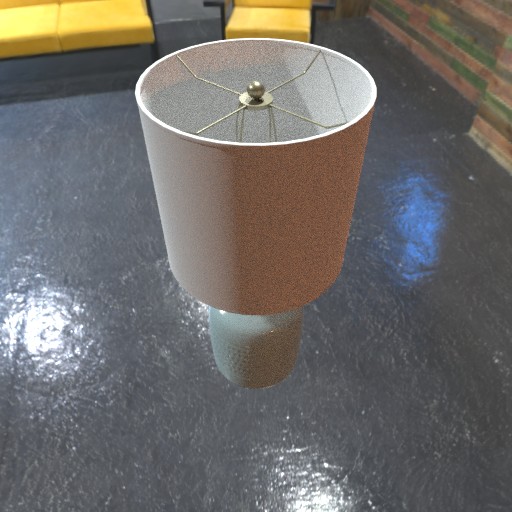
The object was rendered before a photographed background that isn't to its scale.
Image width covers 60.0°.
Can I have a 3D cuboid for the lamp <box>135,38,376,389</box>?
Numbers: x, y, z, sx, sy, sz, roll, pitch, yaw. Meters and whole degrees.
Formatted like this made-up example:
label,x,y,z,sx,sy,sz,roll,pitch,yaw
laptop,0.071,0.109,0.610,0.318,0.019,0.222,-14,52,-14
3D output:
label,x,y,z,sx,sy,sz,roll,pitch,yaw
lamp,0.000,0.000,1.088,0.418,0.871,0.418,-8,46,-8
